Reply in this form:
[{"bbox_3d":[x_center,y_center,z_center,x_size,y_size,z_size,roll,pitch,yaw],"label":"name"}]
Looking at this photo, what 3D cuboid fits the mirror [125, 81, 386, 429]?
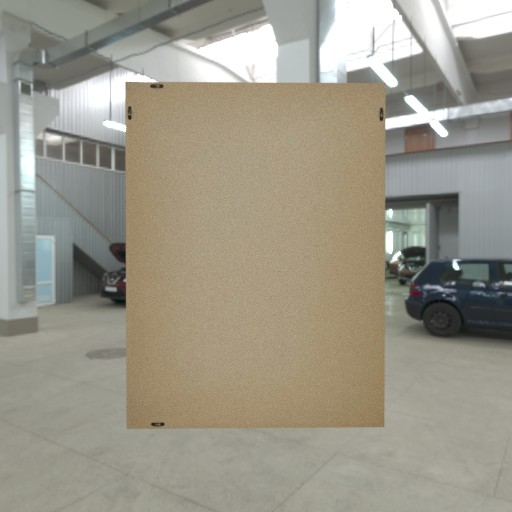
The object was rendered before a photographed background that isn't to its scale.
[{"bbox_3d":[0.000,0.000,1.319,0.762,1.016,0.041,0,1,-1],"label":"mirror"}]
